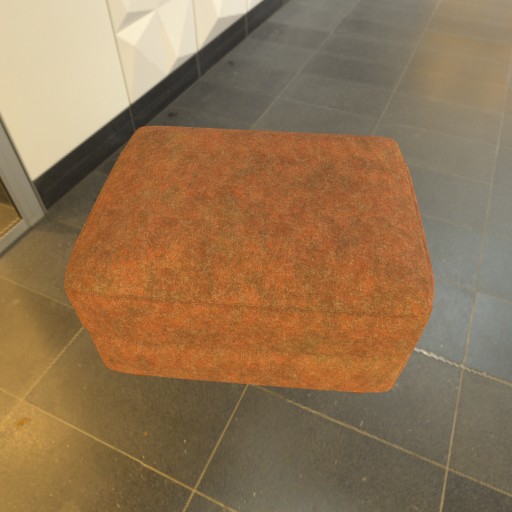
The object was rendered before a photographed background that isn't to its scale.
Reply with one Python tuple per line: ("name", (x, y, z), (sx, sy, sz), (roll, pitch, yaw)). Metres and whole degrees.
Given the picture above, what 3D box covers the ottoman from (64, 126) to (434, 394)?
("ottoman", (0.000, 0.000, 1.180), (0.787, 0.508, 0.635), (4, 48, 3))
